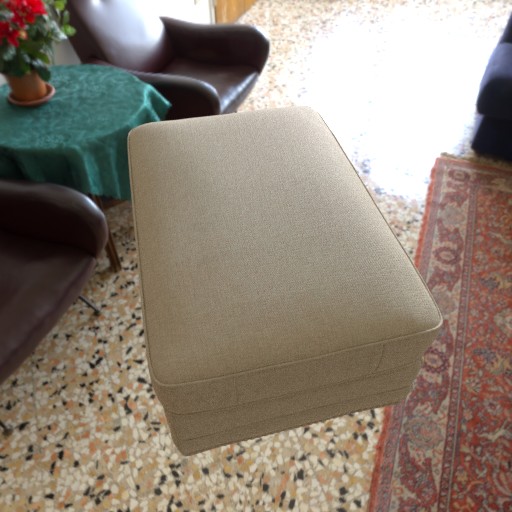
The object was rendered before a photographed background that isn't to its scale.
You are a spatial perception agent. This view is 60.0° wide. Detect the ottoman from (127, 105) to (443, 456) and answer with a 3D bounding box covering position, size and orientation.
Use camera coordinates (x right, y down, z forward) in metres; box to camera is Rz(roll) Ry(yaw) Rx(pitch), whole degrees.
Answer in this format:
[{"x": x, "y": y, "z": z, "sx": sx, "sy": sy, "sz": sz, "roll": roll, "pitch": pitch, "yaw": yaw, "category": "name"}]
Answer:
[{"x": 0.000, "y": 0.000, "z": 1.137, "sx": 0.559, "sy": 0.458, "sz": 0.813, "roll": -10, "pitch": 49, "yaw": -9, "category": "ottoman"}]
